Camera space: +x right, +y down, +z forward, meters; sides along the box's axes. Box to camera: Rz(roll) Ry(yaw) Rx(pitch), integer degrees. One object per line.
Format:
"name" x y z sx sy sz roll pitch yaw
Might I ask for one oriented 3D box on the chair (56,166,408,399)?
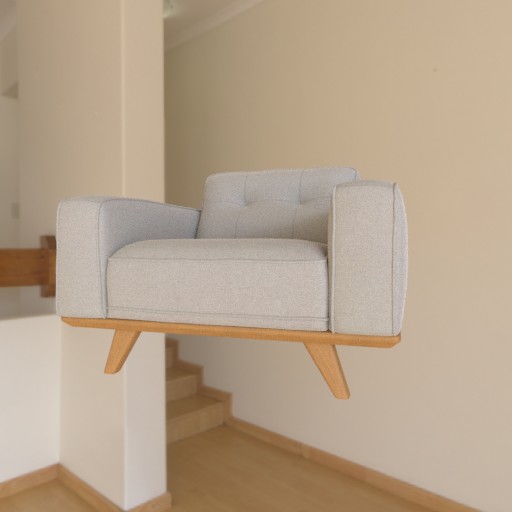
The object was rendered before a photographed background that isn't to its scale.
"chair" 0.000 0.000 1.722 1.115 0.779 0.953 0 1 19
